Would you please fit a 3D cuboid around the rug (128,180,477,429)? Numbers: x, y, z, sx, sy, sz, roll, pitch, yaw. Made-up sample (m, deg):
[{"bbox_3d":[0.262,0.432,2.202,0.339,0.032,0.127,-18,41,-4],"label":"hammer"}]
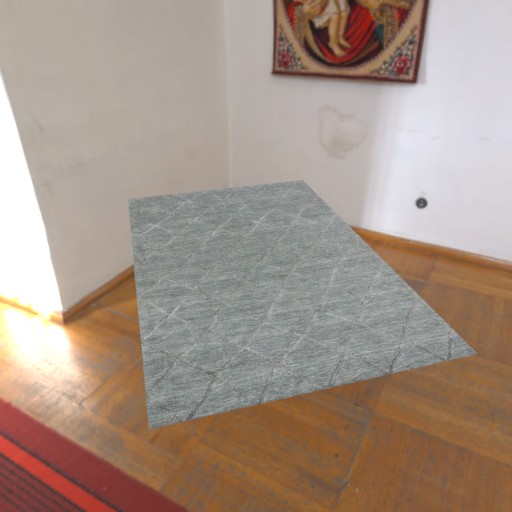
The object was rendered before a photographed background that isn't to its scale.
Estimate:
[{"bbox_3d":[0.000,0.000,2.852,1.521,0.006,2.283,-8,32,-14],"label":"rug"}]
